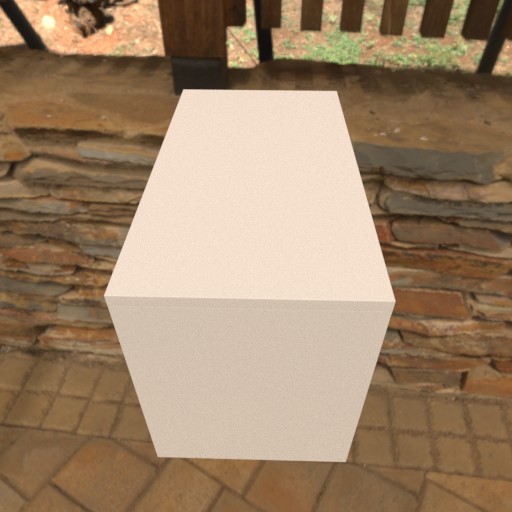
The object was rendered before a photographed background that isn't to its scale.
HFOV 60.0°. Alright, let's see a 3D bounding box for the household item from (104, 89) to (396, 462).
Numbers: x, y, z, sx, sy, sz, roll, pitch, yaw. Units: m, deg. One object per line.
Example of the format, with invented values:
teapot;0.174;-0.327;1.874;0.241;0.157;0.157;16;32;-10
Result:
household item;0.000;0.000;1.565;0.597;0.749;1.100;1;42;1
